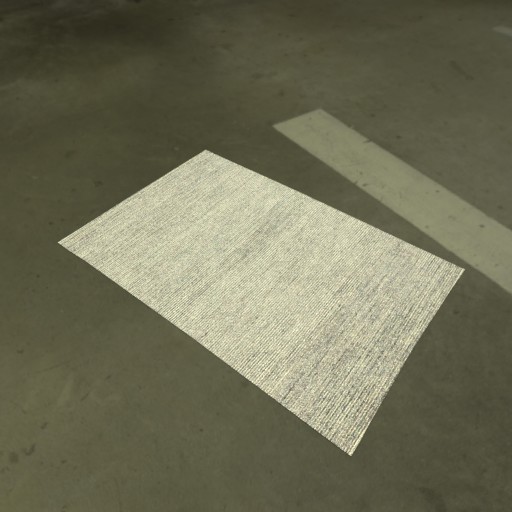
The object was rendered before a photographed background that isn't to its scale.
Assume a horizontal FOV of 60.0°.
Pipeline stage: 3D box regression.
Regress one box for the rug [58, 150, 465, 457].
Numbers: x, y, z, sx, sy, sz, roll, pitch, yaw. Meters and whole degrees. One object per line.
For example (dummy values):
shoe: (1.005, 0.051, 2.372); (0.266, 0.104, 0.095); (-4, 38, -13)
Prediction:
rug: (0.000, 0.000, 2.293); (1.789, 0.021, 1.159); (30, 53, 26)
